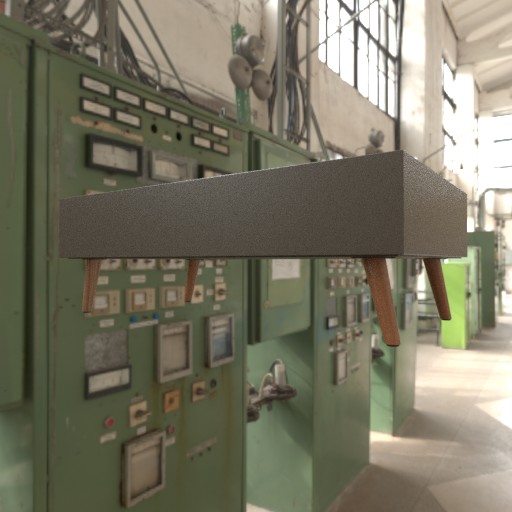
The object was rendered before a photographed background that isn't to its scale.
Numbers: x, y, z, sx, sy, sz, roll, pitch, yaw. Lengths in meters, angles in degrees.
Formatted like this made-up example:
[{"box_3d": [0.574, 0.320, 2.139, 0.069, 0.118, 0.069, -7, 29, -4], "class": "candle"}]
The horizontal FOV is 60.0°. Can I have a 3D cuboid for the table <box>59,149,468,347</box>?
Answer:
[{"box_3d": [0.000, 0.000, 1.504, 1.201, 0.404, 0.703, -1, -1, 35], "class": "table"}]
